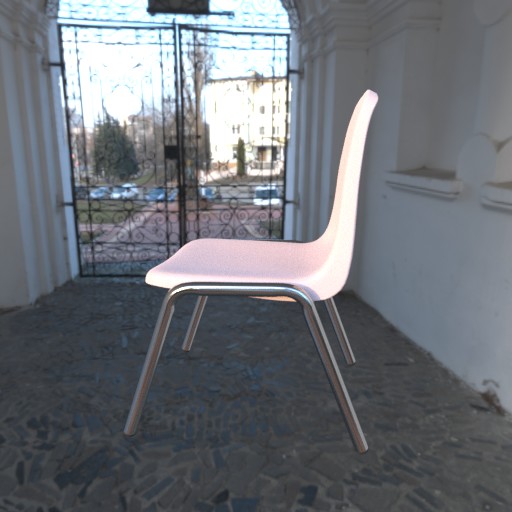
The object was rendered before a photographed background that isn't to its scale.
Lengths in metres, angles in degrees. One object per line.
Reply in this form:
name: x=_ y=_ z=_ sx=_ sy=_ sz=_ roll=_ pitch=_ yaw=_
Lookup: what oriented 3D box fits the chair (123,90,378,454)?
chair: x=0.000 y=0.000 z=0.845 sx=0.423 sy=0.586 sz=0.354 roll=2 pitch=14 yaw=8
